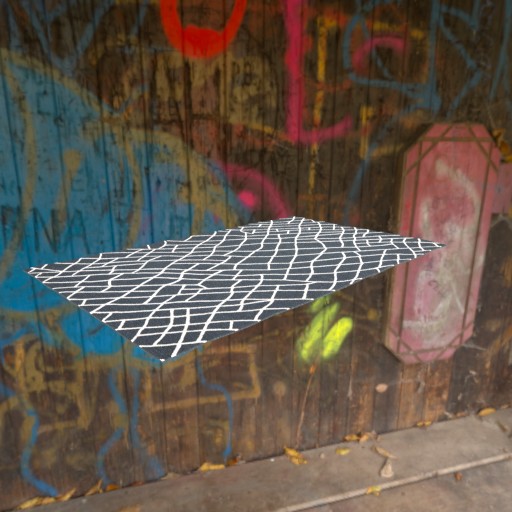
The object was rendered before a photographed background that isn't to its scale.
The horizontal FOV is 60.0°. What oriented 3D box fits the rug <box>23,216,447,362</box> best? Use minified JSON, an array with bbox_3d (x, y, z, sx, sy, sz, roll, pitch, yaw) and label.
[{"bbox_3d":[0.000,0.000,2.970,2.448,0.017,1.529,-15,22,-42],"label":"rug"}]
